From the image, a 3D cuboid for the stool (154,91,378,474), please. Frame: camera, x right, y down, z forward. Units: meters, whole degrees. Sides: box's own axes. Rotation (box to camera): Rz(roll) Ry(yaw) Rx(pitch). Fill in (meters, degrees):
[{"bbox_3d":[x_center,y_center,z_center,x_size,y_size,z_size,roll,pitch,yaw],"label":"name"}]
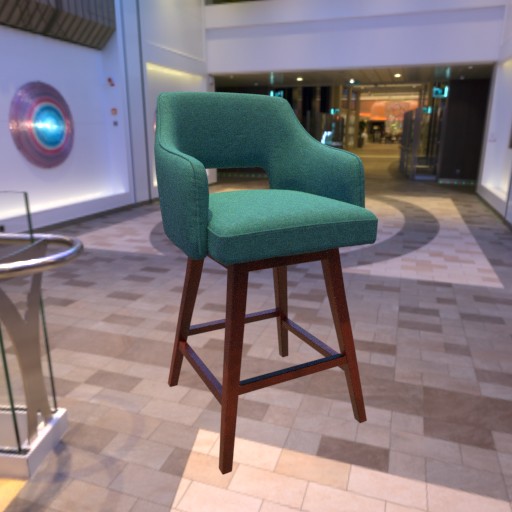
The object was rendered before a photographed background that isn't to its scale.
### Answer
[{"bbox_3d":[0.000,0.000,1.331,0.548,0.961,0.556,-8,18,-26],"label":"stool"}]
